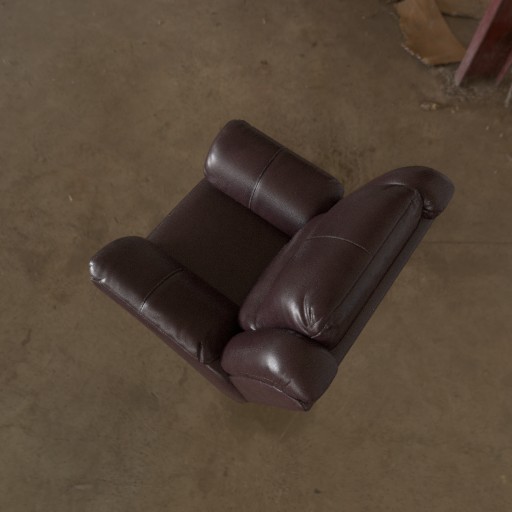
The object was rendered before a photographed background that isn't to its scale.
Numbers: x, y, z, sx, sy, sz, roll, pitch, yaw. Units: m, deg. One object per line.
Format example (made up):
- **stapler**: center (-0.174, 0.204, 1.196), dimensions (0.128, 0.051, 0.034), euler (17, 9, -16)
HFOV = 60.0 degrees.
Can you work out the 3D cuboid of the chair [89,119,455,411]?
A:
- **chair**: center (0.000, 0.000, 1.853), dimensions (1.041, 1.093, 0.990), euler (34, 68, 15)
